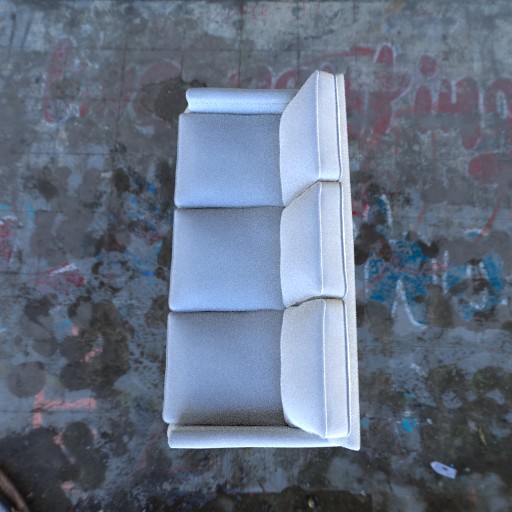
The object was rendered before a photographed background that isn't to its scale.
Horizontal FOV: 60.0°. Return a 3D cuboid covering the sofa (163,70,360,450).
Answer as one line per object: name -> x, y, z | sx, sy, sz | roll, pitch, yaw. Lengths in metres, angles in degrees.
sofa -> 0.000, 0.000, 2.808 | 1.084, 1.003, 2.246 | 0, 76, 0
